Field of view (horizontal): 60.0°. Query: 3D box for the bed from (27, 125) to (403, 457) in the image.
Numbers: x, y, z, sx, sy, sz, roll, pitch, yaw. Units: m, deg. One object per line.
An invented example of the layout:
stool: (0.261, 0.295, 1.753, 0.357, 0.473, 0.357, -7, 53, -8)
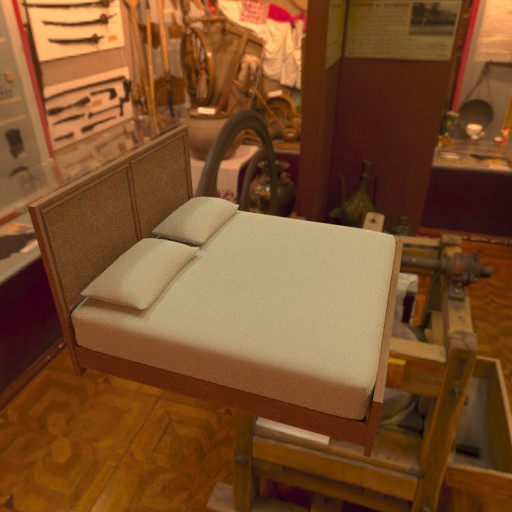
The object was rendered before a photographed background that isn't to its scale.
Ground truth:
bed: (0.000, 0.000, 3.493, 2.184, 1.387, 2.003, 10, 32, 16)
